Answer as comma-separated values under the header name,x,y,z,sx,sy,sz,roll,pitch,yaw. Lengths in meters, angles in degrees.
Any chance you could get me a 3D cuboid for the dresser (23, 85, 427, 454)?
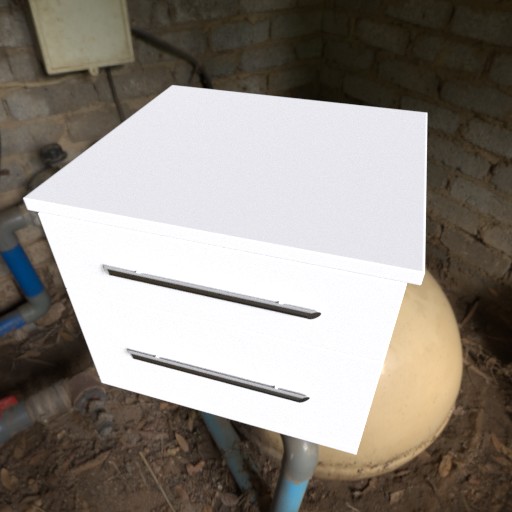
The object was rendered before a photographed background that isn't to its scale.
name,x,y,z,sx,sy,sz,roll,pitch,yaw
dresser,0.000,0.000,0.697,0.430,0.360,0.400,11,41,13
